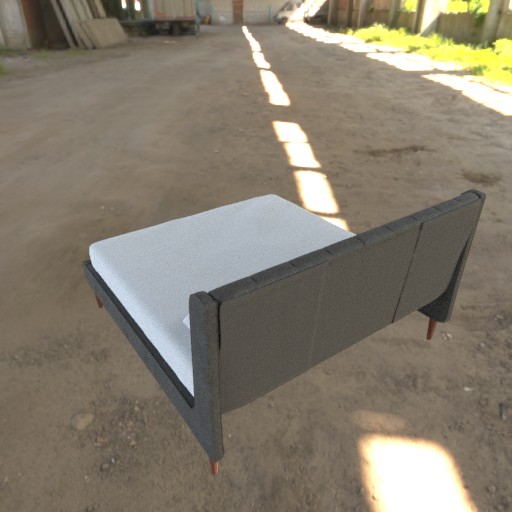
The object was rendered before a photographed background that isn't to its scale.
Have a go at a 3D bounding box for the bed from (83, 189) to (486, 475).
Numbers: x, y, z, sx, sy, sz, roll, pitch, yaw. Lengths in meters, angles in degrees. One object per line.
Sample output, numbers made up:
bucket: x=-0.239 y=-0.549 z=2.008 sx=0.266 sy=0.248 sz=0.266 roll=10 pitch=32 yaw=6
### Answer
bed: x=0.000 y=0.000 z=2.509 sx=1.531 sy=0.933 sz=1.638 roll=-20 pitch=35 yaw=-30
